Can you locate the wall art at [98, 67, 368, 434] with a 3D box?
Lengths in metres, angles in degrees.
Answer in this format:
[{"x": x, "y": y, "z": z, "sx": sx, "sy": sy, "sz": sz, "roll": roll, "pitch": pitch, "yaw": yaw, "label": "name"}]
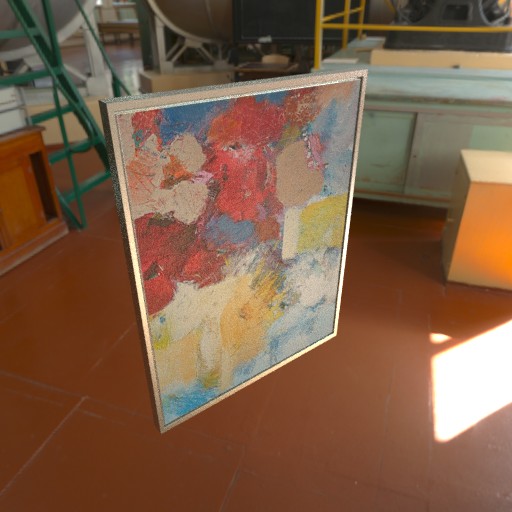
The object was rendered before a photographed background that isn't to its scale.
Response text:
[{"x": 0.000, "y": 0.000, "z": 0.769, "sx": 0.444, "sy": 0.569, "sz": 0.025, "roll": -21, "pitch": 36, "yaw": -31, "label": "wall art"}]
